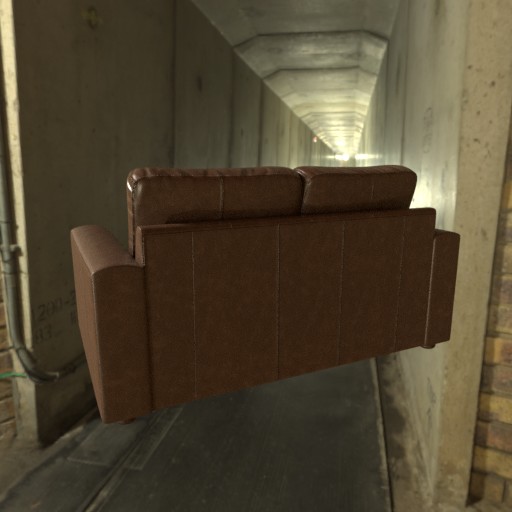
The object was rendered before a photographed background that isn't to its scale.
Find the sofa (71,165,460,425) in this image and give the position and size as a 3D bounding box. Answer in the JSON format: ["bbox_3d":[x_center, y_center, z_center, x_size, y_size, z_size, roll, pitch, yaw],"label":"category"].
[{"bbox_3d":[0.000,0.000,2.166,1.616,0.873,1.016,-6,14,-25],"label":"sofa"}]
